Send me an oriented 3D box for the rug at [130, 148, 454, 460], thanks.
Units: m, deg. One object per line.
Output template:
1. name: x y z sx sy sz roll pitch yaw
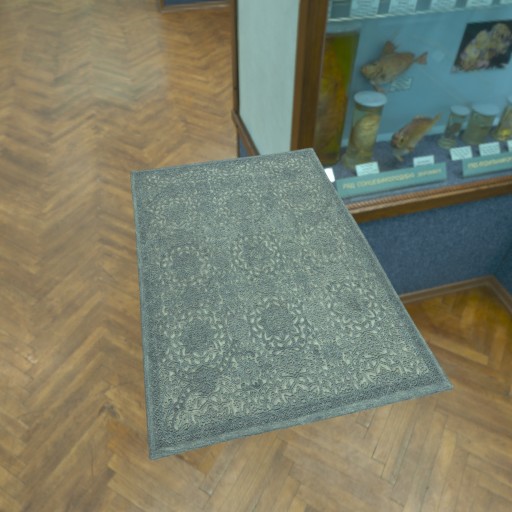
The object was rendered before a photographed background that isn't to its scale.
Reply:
1. rug: 0.000 0.000 2.317 1.224 0.016 1.830 -10 47 -9
